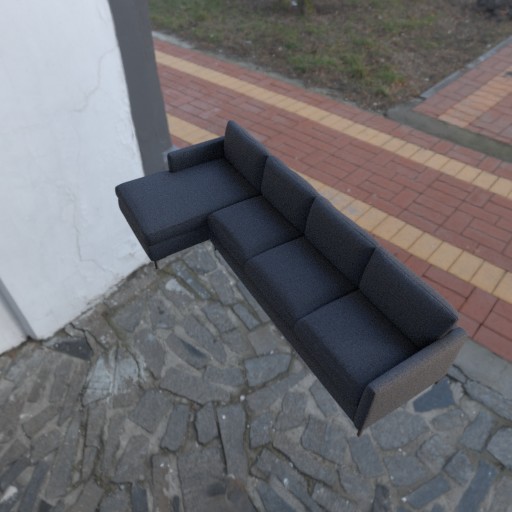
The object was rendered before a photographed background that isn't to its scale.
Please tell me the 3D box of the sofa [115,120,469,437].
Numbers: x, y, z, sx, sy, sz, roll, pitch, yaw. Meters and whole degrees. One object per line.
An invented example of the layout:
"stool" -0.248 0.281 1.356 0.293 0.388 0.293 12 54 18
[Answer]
"sofa" 0.000 0.000 2.910 1.125 0.673 2.445 -23 50 -22
